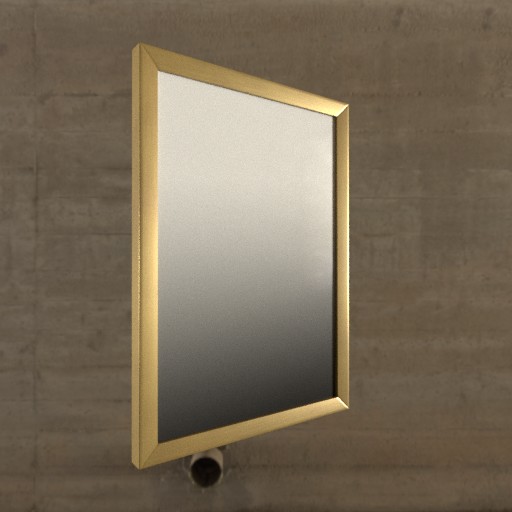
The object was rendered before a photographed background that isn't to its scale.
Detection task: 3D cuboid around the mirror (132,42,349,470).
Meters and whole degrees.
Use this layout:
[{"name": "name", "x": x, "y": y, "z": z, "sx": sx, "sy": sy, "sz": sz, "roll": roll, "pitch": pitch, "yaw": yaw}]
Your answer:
[{"name": "mirror", "x": 0.000, "y": 0.000, "z": 0.900, "sx": 0.507, "sy": 0.710, "sz": 0.040, "roll": 0, "pitch": 0, "yaw": -36}]
